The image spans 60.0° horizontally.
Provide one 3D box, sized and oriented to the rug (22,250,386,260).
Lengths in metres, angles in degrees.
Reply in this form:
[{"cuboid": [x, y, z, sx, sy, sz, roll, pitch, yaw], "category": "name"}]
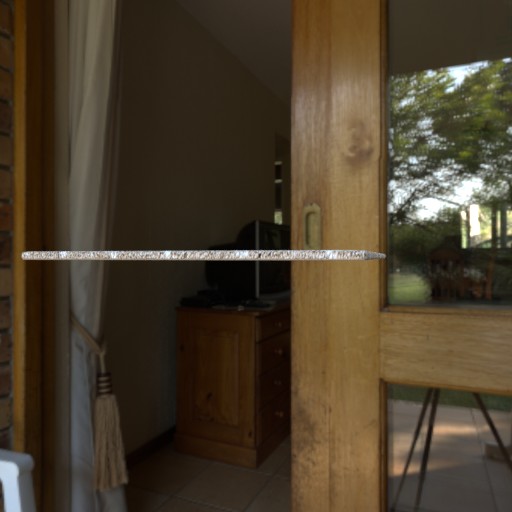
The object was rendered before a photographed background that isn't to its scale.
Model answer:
[{"cuboid": [0.000, 0.000, 2.258, 1.219, 0.030, 1.778, 0, 0, 18], "category": "rug"}]
